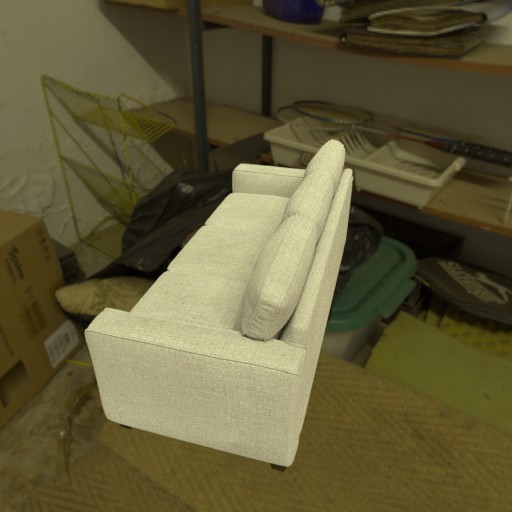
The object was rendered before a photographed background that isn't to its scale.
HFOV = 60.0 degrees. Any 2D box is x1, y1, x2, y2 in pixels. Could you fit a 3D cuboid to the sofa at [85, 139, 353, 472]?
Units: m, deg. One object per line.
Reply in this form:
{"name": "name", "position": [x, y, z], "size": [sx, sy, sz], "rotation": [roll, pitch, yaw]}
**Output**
{"name": "sofa", "position": [0.000, 0.000, 2.689], "size": [0.939, 0.965, 2.133], "rotation": [8, 32, 14]}
